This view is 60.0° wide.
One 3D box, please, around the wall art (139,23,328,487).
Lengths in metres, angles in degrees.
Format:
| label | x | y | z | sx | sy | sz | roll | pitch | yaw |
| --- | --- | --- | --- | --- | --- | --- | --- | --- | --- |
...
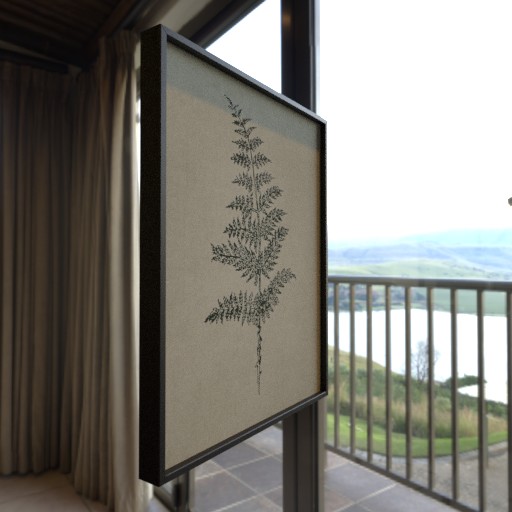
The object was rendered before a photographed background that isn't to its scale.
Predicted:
| label | x | y | z | sx | sy | sz | roll | pitch | yaw |
| --- | --- | --- | --- | --- | --- | --- | --- | --- | --- |
| wall art | 0.000 | 0.000 | 0.723 | 0.039 | 0.555 | 0.449 | -1 | -1 | 35 |
